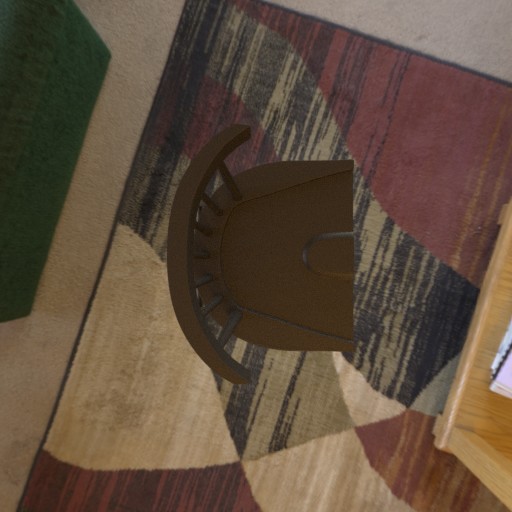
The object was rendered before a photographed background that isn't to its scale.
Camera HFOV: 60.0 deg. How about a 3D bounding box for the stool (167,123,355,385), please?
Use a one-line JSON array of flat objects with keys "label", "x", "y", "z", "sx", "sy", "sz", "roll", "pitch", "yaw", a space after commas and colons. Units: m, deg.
[{"label": "stool", "x": 0.000, "y": 0.000, "z": 1.250, "sx": 0.549, "sy": 0.953, "sz": 0.494, "roll": 0, "pitch": 90, "yaw": 0}]
